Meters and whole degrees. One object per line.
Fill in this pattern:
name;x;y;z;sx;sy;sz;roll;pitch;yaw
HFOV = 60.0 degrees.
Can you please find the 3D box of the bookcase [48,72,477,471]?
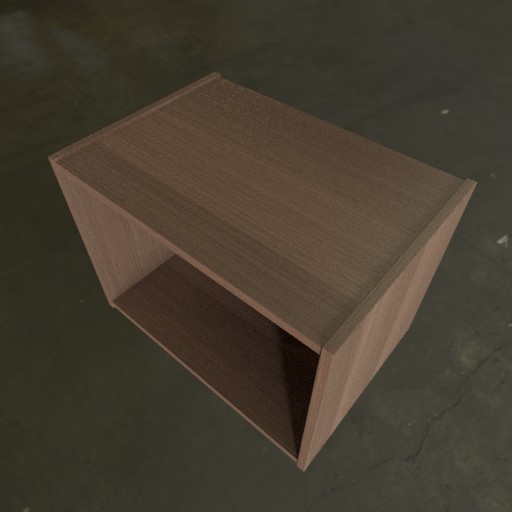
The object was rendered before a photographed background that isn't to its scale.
bookcase;0.000;0.000;0.633;0.415;0.305;0.290;32;56;26
